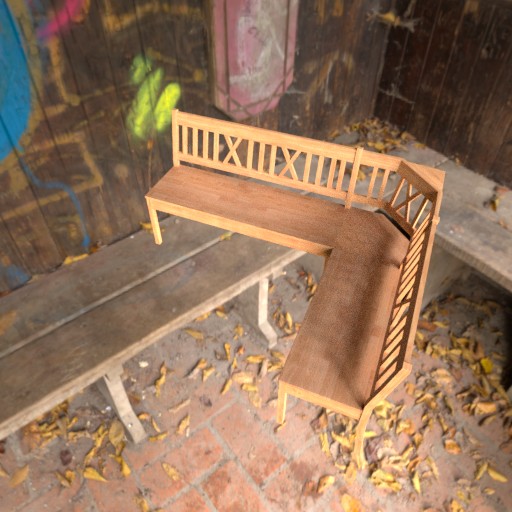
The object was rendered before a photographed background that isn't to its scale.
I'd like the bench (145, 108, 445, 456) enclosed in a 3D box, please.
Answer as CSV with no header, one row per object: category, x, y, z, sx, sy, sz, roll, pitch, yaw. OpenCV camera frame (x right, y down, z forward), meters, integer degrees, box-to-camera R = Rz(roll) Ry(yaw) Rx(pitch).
bench,0.000,0.000,2.798,1.937,0.902,1.537,16,47,16
